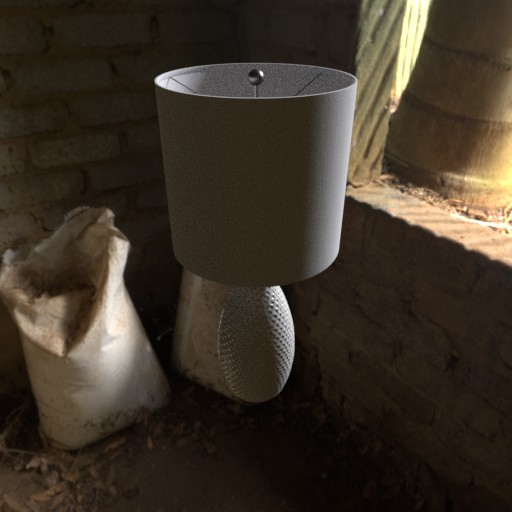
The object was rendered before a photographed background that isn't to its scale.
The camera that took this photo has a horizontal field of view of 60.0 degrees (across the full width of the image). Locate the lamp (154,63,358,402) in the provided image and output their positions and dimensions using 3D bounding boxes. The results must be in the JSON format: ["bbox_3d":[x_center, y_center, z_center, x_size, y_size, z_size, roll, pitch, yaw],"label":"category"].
[{"bbox_3d":[0.000,0.000,0.593,0.214,0.466,0.214,10,33,17],"label":"lamp"}]
